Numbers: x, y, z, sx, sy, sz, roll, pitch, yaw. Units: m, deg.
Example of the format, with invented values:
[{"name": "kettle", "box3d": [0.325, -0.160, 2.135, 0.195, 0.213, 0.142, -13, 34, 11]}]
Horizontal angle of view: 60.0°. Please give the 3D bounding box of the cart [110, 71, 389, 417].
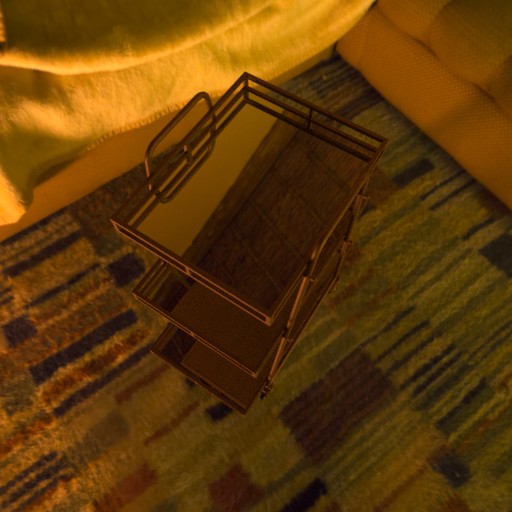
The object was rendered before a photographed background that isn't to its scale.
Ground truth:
[{"name": "cart", "box3d": [0.000, 0.000, 1.271, 0.441, 0.883, 0.711, 30, 68, 14]}]
